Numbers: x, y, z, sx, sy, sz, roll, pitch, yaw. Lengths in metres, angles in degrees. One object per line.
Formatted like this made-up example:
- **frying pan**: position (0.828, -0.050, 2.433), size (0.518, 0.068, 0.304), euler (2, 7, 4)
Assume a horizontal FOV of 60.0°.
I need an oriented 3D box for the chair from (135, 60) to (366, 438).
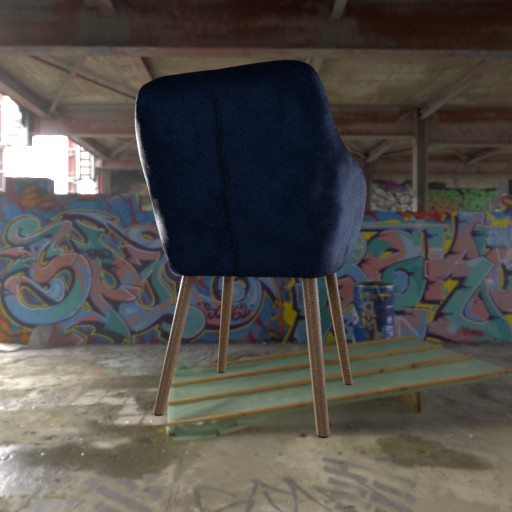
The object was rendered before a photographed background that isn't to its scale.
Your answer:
- **chair**: position (0.000, 0.000, 1.231), size (0.578, 0.826, 0.573), euler (0, 0, 19)
